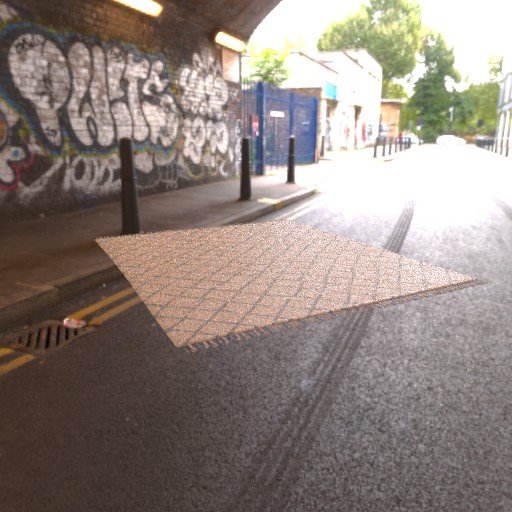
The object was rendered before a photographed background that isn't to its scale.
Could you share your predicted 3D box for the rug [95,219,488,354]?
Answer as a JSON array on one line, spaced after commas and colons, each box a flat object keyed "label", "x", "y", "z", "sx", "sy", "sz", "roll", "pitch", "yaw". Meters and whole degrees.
[{"label": "rug", "x": 0.000, "y": 0.000, "z": 4.876, "sx": 2.892, "sy": 0.036, "sz": 3.585, "roll": -8, "pitch": 17, "yaw": -27}]
